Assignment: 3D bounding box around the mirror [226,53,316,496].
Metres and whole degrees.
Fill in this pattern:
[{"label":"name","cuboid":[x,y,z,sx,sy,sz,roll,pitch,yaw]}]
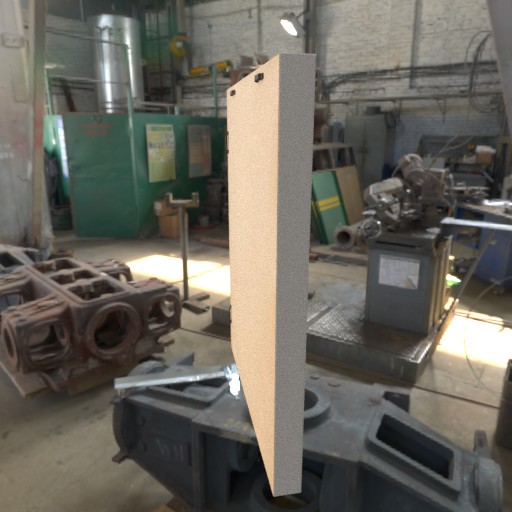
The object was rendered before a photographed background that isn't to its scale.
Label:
[{"label":"mirror","cuboid":[0.000,0.000,0.676,0.041,0.508,0.405,-3,16,-10]}]
